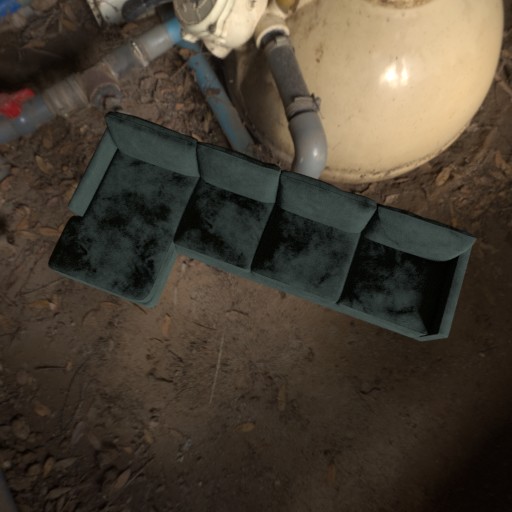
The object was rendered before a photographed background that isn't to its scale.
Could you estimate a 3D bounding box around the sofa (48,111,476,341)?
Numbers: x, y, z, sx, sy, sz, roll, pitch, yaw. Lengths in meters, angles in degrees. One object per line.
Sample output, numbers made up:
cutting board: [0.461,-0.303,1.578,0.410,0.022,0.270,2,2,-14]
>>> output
sofa: [0.000,0.000,3.942,3.400,0.967,1.500,20,77,5]
